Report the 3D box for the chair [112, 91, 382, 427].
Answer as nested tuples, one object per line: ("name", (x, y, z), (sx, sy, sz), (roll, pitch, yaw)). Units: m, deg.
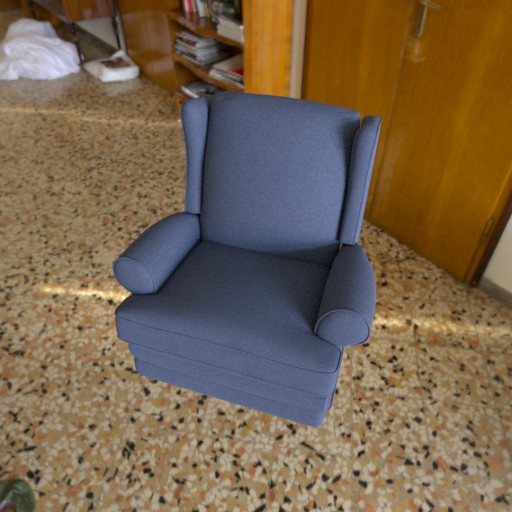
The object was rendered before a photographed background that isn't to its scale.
("chair", (0.000, 0.000, 1.774), (0.971, 1.020, 0.877), (12, 43, 14))
